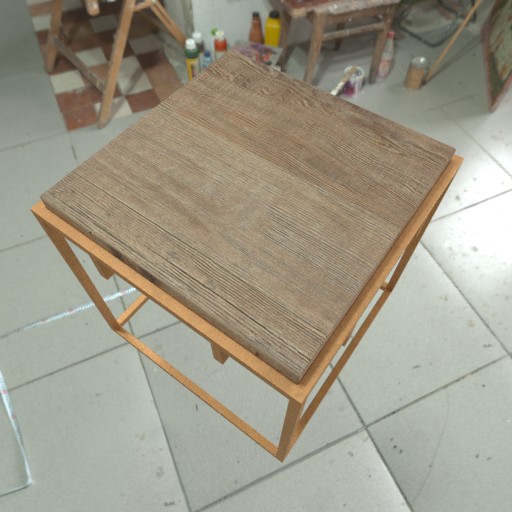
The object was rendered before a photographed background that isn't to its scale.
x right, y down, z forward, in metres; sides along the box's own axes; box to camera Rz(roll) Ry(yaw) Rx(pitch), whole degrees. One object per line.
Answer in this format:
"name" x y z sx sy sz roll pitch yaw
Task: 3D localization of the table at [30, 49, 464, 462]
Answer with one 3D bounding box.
"table" 0.000 0.000 1.074 0.599 0.584 0.599 32 63 19
